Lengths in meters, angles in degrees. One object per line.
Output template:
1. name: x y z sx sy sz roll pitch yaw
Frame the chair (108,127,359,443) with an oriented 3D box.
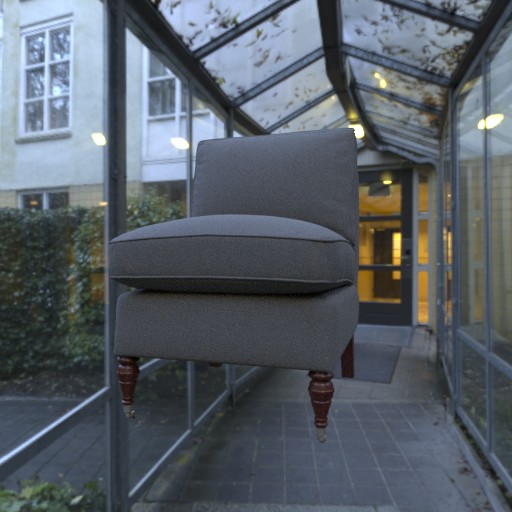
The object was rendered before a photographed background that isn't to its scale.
1. chair: 0.000 0.000 1.669 0.724 1.045 0.924 0 0 17
